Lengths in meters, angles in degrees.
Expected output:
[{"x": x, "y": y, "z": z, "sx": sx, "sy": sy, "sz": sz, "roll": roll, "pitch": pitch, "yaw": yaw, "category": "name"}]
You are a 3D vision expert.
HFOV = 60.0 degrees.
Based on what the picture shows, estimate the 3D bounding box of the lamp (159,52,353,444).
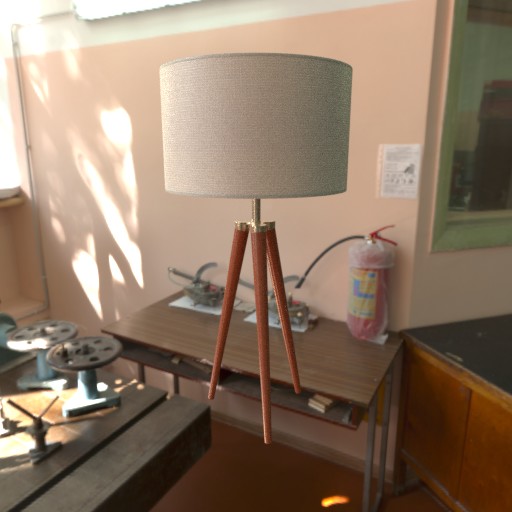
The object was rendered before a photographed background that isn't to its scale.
[{"x": 0.000, "y": 0.000, "z": 0.914, "sx": 0.354, "sy": 0.709, "sz": 0.355, "roll": -7, "pitch": 15, "yaw": -27, "category": "lamp"}]
